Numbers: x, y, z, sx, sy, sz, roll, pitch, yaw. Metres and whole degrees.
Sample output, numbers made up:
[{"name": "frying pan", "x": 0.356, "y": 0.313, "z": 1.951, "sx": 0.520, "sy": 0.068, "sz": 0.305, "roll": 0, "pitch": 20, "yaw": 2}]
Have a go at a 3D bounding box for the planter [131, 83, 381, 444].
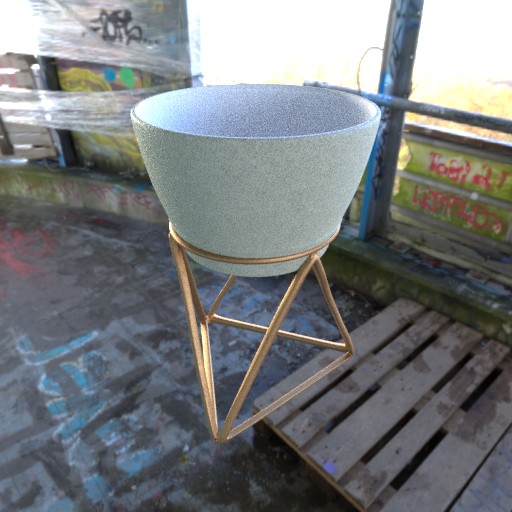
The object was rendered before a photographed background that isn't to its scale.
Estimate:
[{"name": "planter", "x": 0.000, "y": 0.000, "z": 0.764, "sx": 0.350, "sy": 0.504, "sz": 0.350, "roll": -23, "pitch": 38, "yaw": -33}]
